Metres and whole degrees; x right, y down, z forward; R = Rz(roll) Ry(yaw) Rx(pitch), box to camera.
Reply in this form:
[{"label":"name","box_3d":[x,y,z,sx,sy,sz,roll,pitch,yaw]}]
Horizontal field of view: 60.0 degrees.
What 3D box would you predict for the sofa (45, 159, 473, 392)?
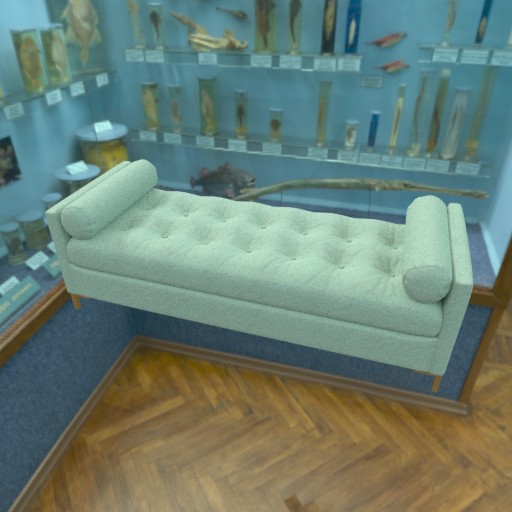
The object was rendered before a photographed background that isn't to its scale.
[{"label":"sofa","box_3d":[0.000,0.000,2.497,2.102,0.705,0.796,10,34,15]}]
